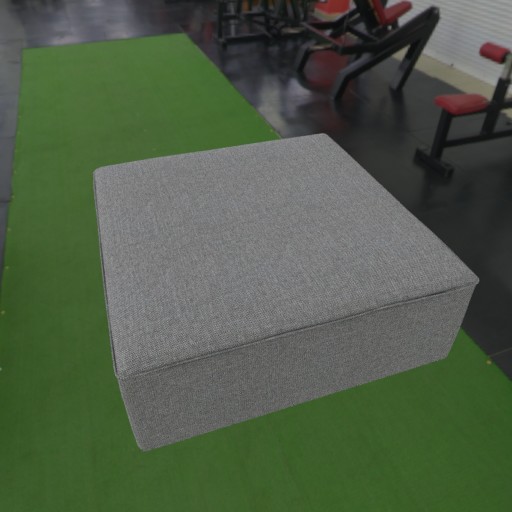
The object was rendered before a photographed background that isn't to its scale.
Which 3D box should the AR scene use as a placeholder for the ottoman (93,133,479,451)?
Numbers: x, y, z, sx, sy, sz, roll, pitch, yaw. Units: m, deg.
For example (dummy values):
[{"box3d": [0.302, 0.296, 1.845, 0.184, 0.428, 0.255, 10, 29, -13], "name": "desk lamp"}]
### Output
[{"box3d": [0.000, 0.000, 1.579, 1.017, 0.423, 1.023, -12, 42, -14], "name": "ottoman"}]
